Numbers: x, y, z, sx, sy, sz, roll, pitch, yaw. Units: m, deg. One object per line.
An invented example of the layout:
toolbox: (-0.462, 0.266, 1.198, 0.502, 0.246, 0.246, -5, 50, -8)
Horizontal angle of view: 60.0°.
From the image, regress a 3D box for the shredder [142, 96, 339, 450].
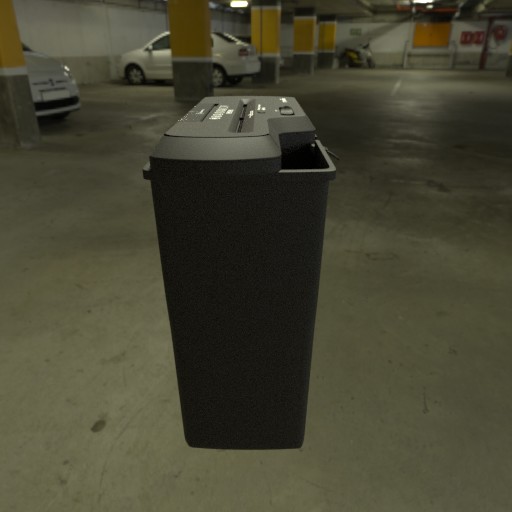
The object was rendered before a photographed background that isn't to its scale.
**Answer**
shredder: (0.000, 0.000, 0.519, 0.170, 0.335, 0.320, 0, 25, 1)
